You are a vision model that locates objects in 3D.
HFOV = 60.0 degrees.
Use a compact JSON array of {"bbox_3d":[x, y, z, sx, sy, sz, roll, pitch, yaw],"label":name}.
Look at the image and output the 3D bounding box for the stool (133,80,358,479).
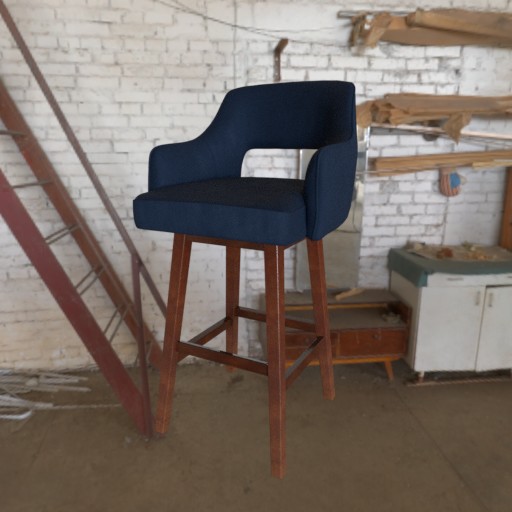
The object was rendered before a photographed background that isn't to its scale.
[{"bbox_3d":[0.000,0.000,1.339,0.550,1.041,0.560,8,17,27],"label":"stool"}]
